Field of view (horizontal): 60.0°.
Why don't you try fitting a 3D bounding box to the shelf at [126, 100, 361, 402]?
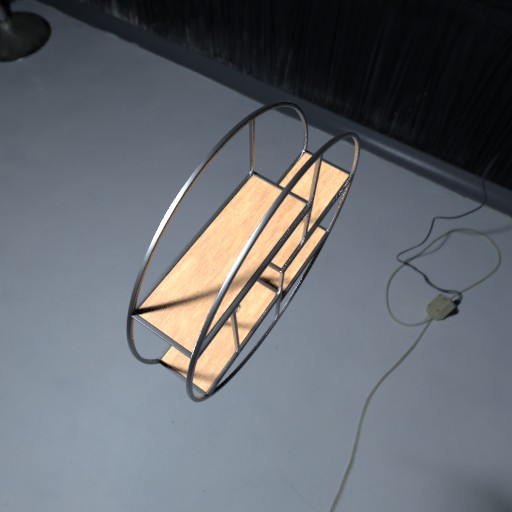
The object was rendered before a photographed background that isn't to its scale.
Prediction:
[{"bbox_3d":[0.000,0.000,1.353,0.202,0.888,0.888,31,67,15],"label":"shelf"}]
